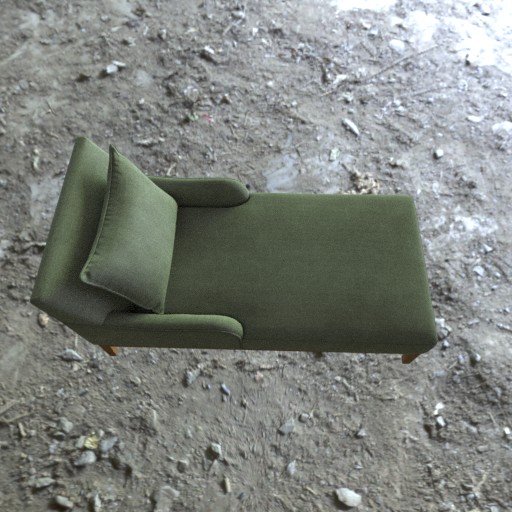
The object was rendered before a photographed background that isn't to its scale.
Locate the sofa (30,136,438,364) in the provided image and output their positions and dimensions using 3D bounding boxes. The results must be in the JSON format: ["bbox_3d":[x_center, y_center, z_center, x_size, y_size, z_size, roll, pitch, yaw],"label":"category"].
[{"bbox_3d":[0.000,0.000,2.290,1.779,0.859,0.894,1,62,1],"label":"sofa"}]
